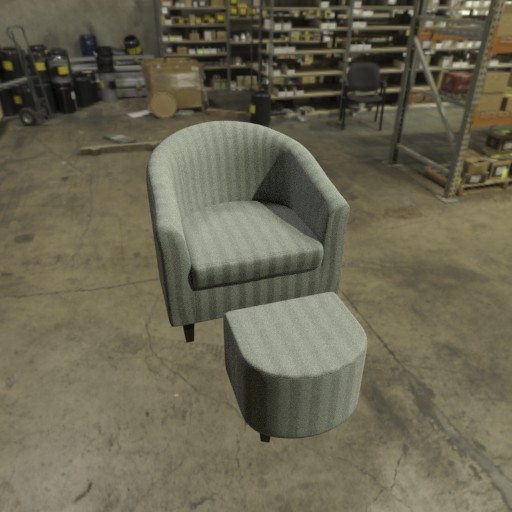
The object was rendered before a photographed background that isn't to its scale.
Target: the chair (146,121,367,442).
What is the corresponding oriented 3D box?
[{"bbox_3d":[0.000,0.000,1.764,0.756,0.757,1.288,-9,32,-15],"label":"chair"}]
